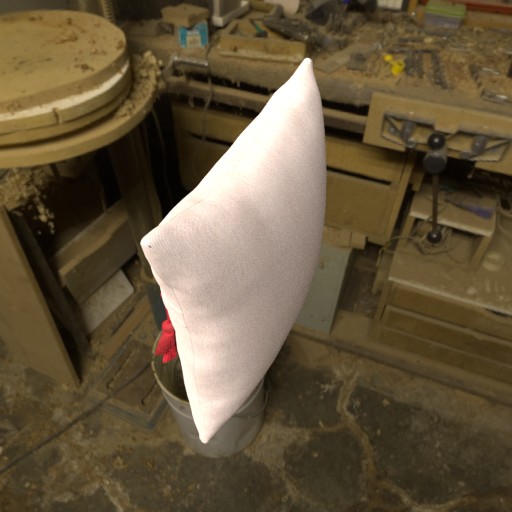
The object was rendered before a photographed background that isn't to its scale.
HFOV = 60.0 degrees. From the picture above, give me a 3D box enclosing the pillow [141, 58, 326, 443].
[{"bbox_3d":[0.000,0.000,0.678,0.173,0.436,0.433,18,49,16],"label":"pillow"}]
